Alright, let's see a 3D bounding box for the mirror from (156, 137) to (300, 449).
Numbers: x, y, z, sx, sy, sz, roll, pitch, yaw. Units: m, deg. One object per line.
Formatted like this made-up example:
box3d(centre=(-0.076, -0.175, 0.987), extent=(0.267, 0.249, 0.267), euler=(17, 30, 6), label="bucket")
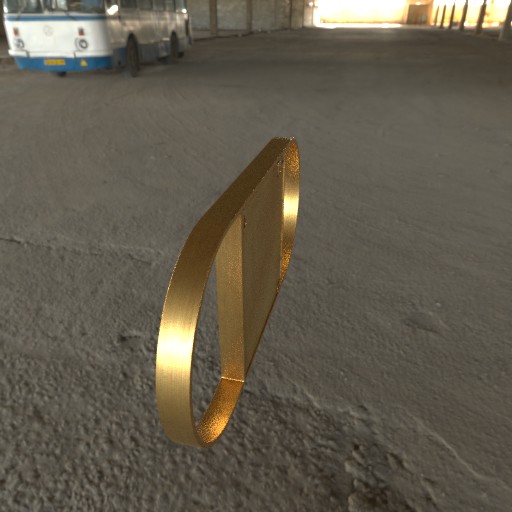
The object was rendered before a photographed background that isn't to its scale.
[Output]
box3d(centre=(0.000, 0.000, 0.636), extent=(0.032, 0.254, 0.584), euler=(7, 29, 12), label="mirror")
